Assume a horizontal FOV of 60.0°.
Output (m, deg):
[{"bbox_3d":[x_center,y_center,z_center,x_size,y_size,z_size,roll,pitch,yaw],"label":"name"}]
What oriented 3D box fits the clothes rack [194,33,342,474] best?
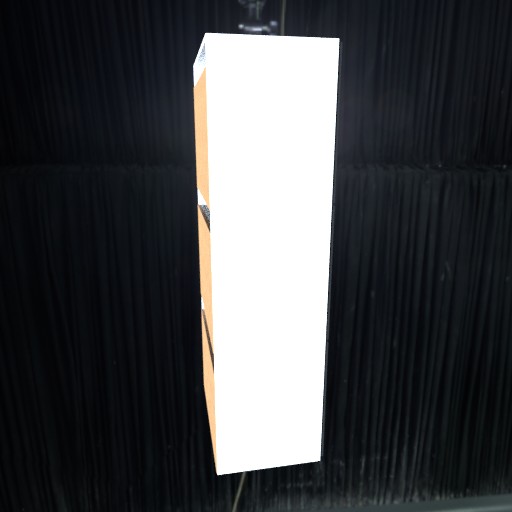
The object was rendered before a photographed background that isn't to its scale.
[{"bbox_3d":[0.000,0.000,1.417,0.330,1.187,0.500,-3,16,-10],"label":"clothes rack"}]
